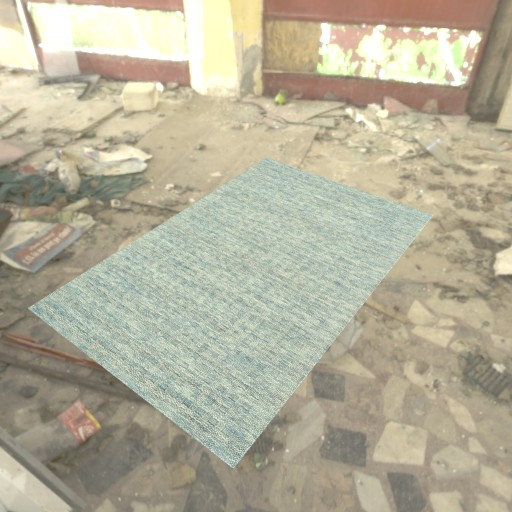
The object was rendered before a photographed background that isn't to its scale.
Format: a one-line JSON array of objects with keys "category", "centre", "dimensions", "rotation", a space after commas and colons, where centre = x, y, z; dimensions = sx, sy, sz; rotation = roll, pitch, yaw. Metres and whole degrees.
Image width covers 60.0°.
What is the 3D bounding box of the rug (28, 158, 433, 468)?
[{"category": "rug", "centre": [0.000, 0.000, 2.189], "dimensions": [1.142, 0.006, 1.752], "rotation": [26, 46, 28]}]
